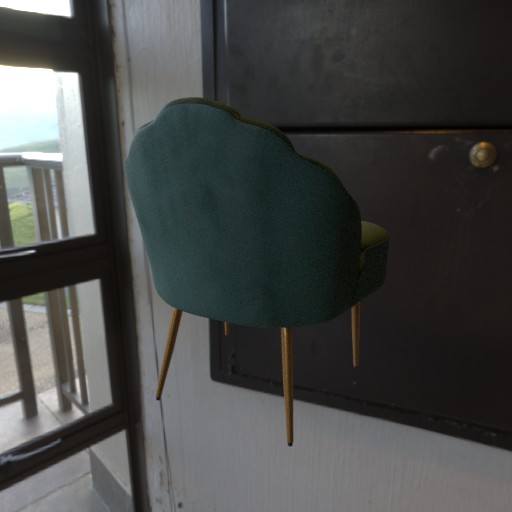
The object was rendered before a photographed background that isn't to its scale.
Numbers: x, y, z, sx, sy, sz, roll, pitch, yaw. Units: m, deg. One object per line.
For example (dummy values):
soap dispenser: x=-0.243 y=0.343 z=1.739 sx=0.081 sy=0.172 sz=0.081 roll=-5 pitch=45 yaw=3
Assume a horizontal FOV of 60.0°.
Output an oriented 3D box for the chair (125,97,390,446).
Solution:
chair: x=0.000 y=0.000 z=1.267 sx=0.657 sy=0.819 sz=0.599 roll=8 pitch=17 yaw=27
